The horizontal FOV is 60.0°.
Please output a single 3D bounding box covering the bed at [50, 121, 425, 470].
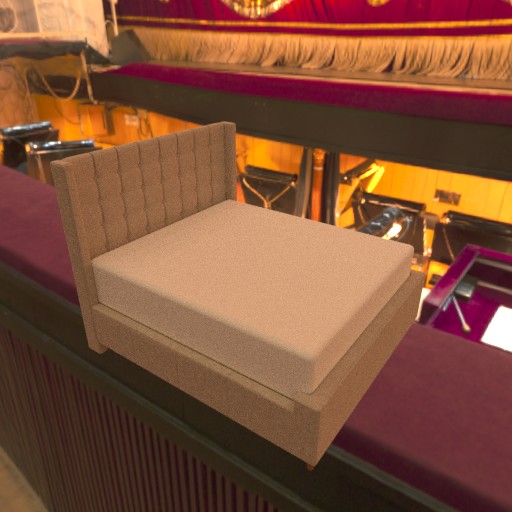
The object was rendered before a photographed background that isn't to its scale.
[{"bbox_3d":[0.000,0.000,3.821,2.370,1.743,2.045,18,32,31],"label":"bed"}]
